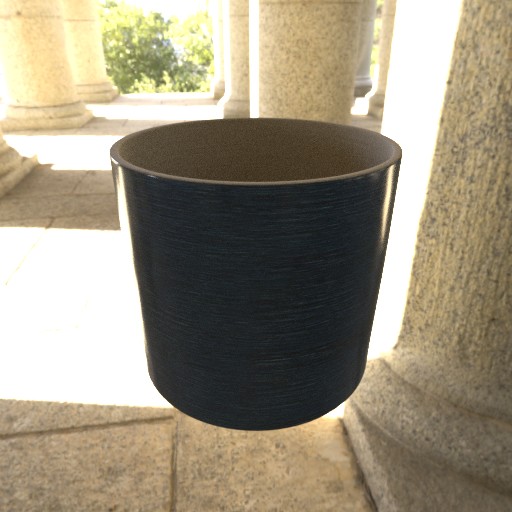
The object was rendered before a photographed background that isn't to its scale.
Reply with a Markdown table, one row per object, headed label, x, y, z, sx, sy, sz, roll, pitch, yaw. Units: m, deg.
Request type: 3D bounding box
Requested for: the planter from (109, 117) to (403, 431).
| label | x | y | z | sx | sy | sz | roll | pitch | yaw |
| --- | --- | --- | --- | --- | --- | --- | --- | --- | --- |
| planter | 0.000 | 0.000 | 0.393 | 0.221 | 0.201 | 0.221 | 0 | 27 | 0 |
